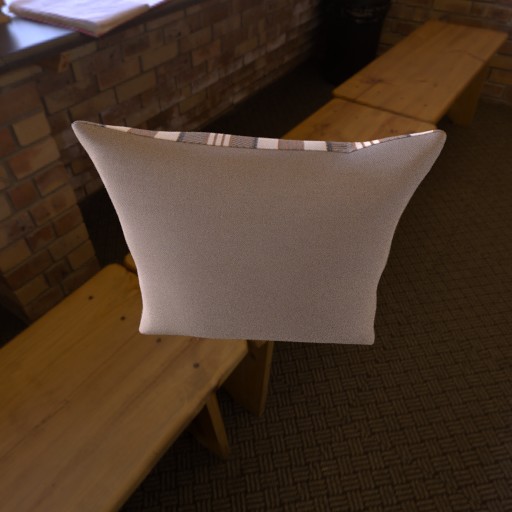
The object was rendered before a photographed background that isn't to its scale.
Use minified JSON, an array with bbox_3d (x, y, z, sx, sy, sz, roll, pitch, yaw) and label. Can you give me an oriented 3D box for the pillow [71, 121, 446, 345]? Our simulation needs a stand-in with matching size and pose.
[{"bbox_3d":[0.000,0.000,0.627,0.416,0.401,0.173,2,44,2],"label":"pillow"}]
